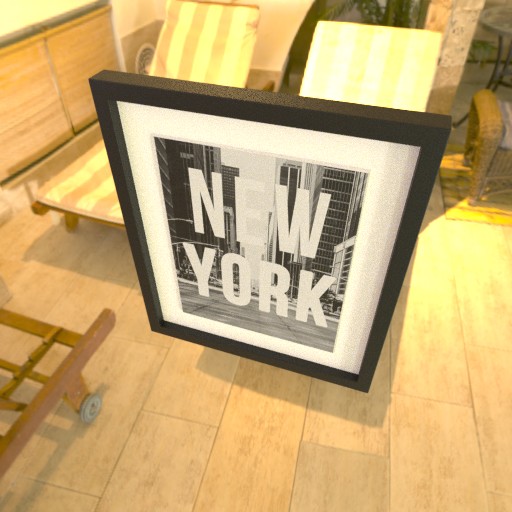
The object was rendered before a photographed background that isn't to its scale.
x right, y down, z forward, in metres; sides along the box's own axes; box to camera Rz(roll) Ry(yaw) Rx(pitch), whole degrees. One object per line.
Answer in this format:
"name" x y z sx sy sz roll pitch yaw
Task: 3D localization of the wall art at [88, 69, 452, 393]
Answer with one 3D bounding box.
"wall art" 0.000 0.000 0.518 0.328 0.381 0.028 13 44 14
